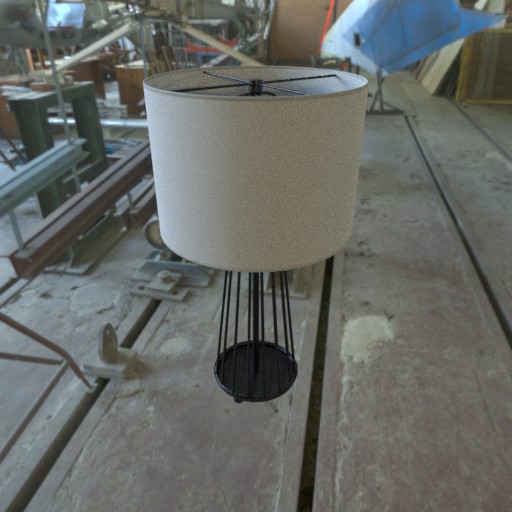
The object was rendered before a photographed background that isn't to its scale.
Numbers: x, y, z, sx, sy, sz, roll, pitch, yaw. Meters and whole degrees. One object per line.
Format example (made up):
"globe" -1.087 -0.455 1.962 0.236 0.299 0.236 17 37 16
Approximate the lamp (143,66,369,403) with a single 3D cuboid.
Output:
"lamp" 0.000 0.000 0.789 0.322 0.593 0.322 -18 34 -30
